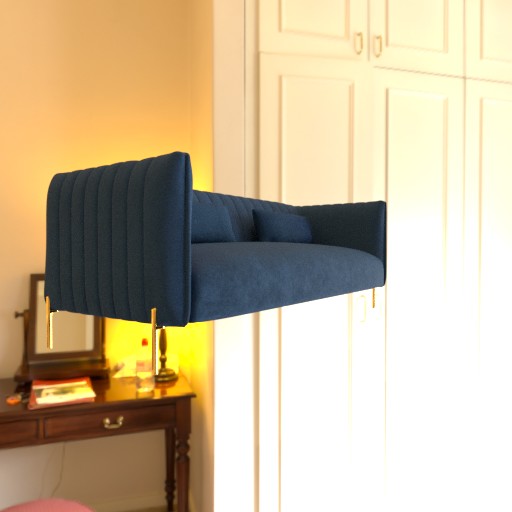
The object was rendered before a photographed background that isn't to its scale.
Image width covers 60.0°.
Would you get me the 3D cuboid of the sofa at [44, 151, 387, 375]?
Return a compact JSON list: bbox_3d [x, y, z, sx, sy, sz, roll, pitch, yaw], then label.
[{"bbox_3d":[0.000,0.000,2.584,0.896,0.793,2.136,1,1,36],"label":"sofa"}]
